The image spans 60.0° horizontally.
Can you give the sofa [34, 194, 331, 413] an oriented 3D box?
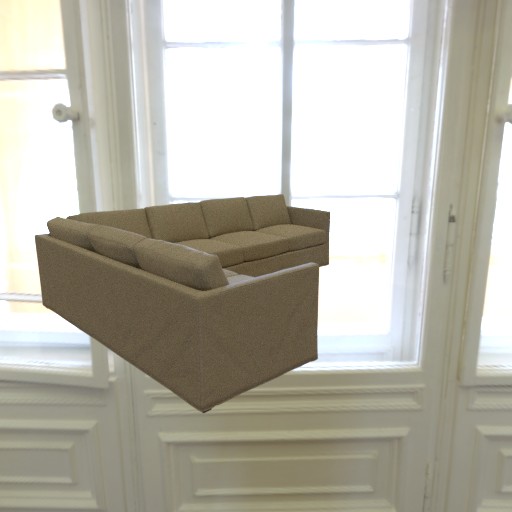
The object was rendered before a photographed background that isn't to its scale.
[{"bbox_3d":[0.000,0.000,4.228,3.182,0.871,2.432,-13,19,-43],"label":"sofa"}]
